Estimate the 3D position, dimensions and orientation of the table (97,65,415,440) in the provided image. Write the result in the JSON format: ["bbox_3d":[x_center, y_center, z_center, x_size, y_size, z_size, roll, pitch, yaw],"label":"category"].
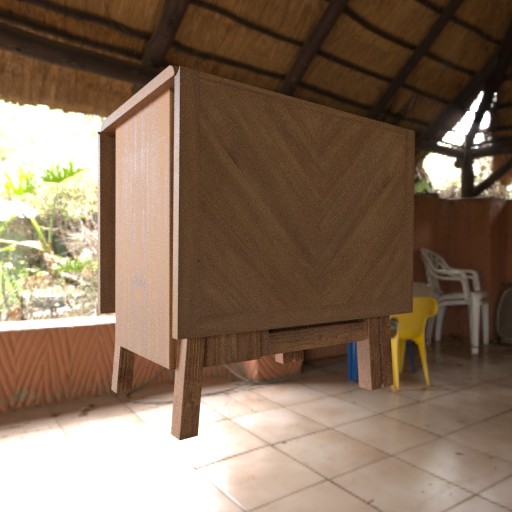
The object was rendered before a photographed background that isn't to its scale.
[{"bbox_3d":[0.000,0.000,1.663,0.967,0.981,0.701,0,-1,-36],"label":"table"}]
